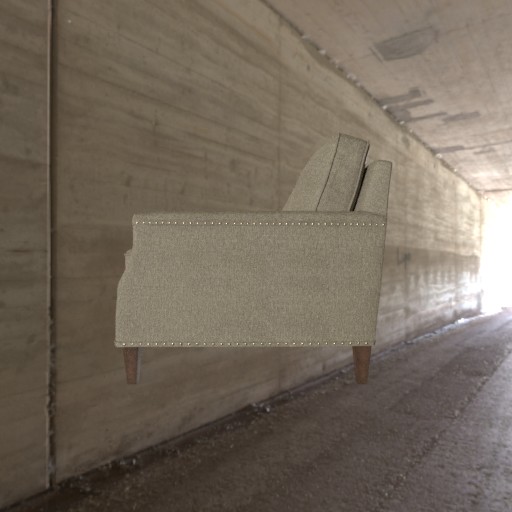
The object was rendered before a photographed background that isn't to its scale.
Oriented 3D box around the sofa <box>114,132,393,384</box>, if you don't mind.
[{"bbox_3d":[0.000,0.000,2.776,1.084,1.003,2.246,0,0,0],"label":"sofa"}]
